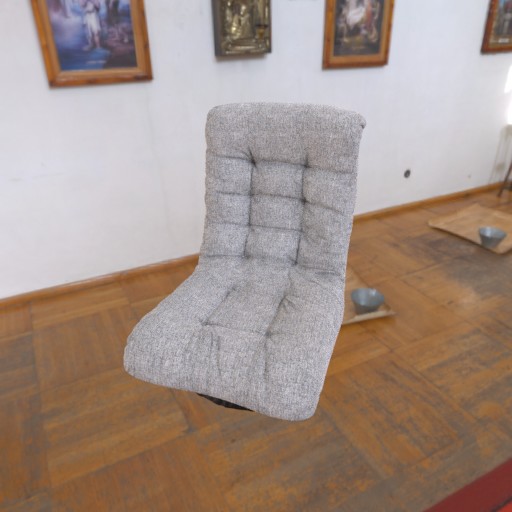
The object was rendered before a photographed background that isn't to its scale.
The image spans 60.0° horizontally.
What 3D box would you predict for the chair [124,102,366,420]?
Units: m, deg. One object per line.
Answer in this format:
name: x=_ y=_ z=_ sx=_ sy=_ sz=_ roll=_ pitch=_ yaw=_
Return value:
chair: x=0.000 y=0.000 z=1.001 sx=0.400 sy=0.600 sz=0.583 roll=8 pitch=28 yaw=16
